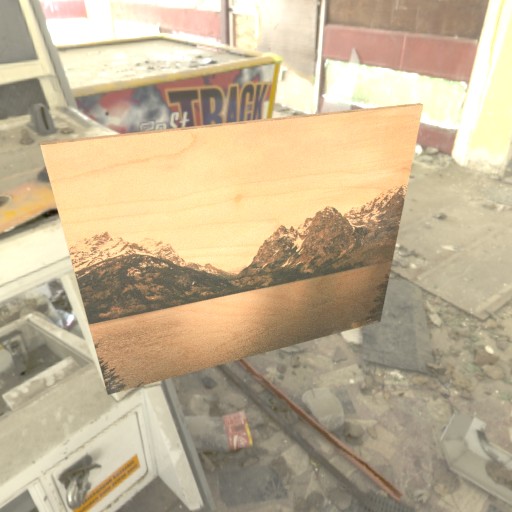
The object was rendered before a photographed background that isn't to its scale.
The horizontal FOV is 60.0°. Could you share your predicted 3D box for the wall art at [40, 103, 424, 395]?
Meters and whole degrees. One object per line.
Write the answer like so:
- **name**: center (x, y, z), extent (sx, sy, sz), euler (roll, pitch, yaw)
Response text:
- **wall art**: center (0.000, 0.000, 0.674), extent (0.508, 0.408, 0.010), euler (-11, 34, -17)
